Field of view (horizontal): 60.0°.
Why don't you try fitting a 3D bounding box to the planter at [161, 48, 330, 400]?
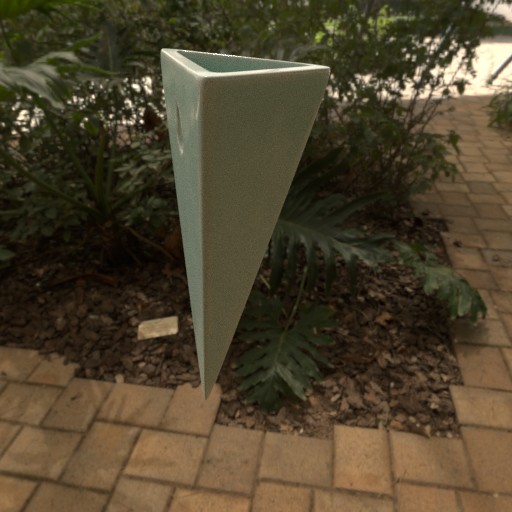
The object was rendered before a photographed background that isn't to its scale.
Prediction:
[{"bbox_3d":[0.000,0.000,0.215,0.064,0.178,0.080,-10,32,-16],"label":"planter"}]
